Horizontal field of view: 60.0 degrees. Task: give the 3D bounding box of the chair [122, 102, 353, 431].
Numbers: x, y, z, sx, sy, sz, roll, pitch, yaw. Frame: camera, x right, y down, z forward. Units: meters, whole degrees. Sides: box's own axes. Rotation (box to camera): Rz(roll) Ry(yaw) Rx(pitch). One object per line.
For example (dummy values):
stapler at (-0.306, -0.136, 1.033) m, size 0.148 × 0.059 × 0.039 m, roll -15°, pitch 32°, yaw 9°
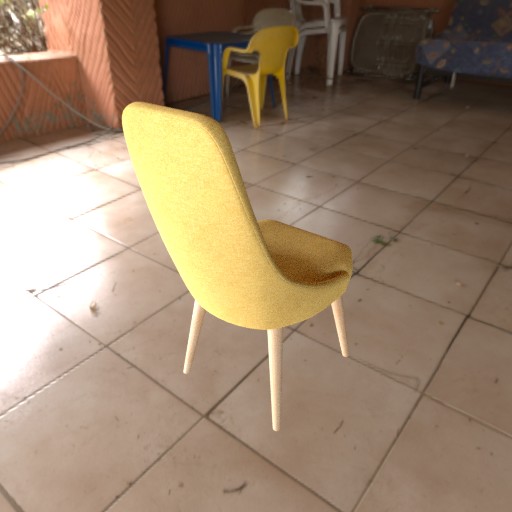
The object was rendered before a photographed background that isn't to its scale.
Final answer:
chair at (0.000, 0.000, 1.413) m, size 0.510 × 1.040 × 0.660 m, roll 22°, pitch 38°, yaw 31°
